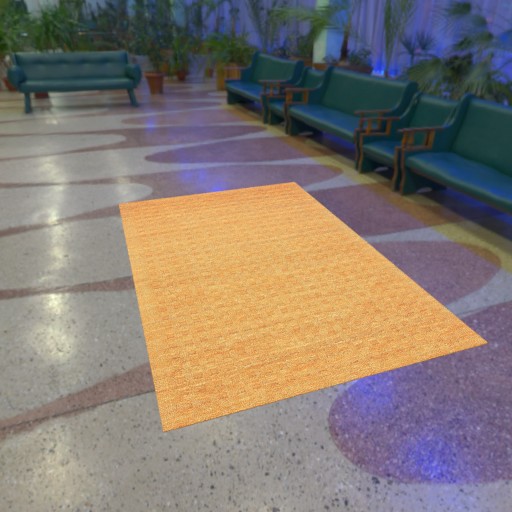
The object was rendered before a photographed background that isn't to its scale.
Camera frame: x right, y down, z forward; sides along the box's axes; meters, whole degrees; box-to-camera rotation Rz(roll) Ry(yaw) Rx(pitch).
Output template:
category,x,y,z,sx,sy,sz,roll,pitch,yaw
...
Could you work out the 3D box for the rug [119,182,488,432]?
category,x,y,z,sx,sy,sz,roll,pitch,yaw
rug,0.000,0.000,2.813,1.524,0.006,2.285,-10,31,-17
